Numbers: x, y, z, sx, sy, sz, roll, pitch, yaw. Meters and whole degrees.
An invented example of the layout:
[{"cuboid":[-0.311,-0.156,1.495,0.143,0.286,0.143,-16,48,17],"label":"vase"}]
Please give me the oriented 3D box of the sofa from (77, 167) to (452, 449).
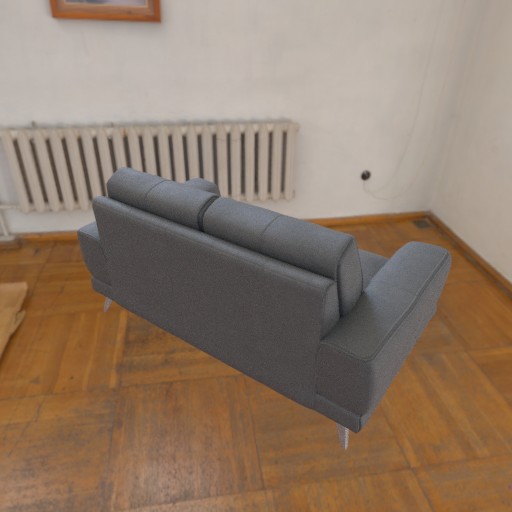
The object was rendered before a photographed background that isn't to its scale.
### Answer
[{"cuboid":[0.000,0.000,2.405,1.806,0.907,1.018,20,36,30],"label":"sofa"}]
